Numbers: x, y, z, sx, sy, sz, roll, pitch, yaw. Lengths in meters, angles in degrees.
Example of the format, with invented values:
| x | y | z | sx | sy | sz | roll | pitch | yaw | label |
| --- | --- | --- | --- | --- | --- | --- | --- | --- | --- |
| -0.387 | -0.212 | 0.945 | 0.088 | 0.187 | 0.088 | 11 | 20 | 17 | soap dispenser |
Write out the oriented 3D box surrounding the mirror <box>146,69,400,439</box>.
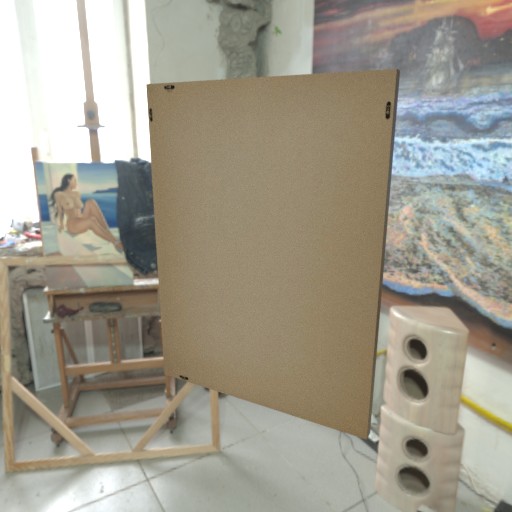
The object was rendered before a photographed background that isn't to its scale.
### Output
| x | y | z | sx | sy | sz | roll | pitch | yaw | label |
| --- | --- | --- | --- | --- | --- | --- | --- | --- | --- |
| 0.000 | 0.000 | 1.356 | 0.762 | 1.016 | 0.040 | 8 | 18 | 27 | mirror |
